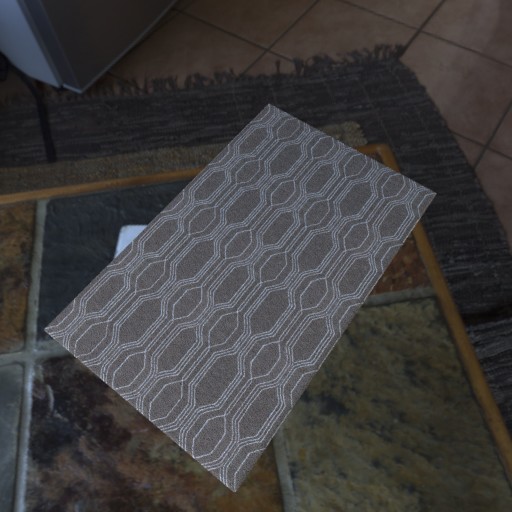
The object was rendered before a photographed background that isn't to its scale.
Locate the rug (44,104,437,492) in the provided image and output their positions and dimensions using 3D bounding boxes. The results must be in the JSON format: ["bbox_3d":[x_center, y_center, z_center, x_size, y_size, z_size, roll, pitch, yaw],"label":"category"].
[{"bbox_3d":[0.000,0.000,3.062,1.541,0.012,2.457,33,67,16],"label":"rug"}]
